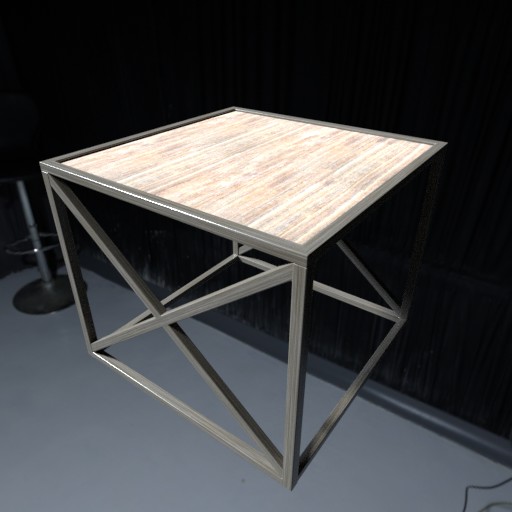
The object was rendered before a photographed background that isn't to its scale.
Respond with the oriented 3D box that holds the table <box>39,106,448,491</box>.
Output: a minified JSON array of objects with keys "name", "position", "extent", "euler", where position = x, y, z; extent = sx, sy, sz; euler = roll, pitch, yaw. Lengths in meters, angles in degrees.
[{"name":"table","position":[0.000,0.000,1.056],"extent":[0.611,0.507,0.609],"euler":[21,36,31]}]
